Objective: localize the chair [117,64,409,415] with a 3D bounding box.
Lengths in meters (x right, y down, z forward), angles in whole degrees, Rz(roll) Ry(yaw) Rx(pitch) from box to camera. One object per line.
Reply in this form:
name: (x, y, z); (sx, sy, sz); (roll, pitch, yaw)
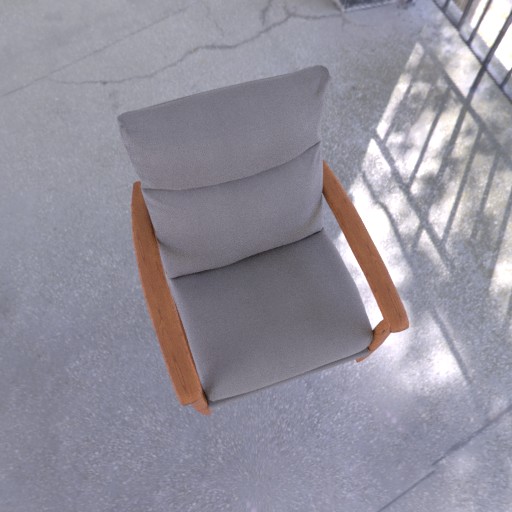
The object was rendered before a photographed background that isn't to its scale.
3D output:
chair: (0.000, 0.000, 1.523); (0.782, 0.922, 0.816); (-17, 64, -8)
